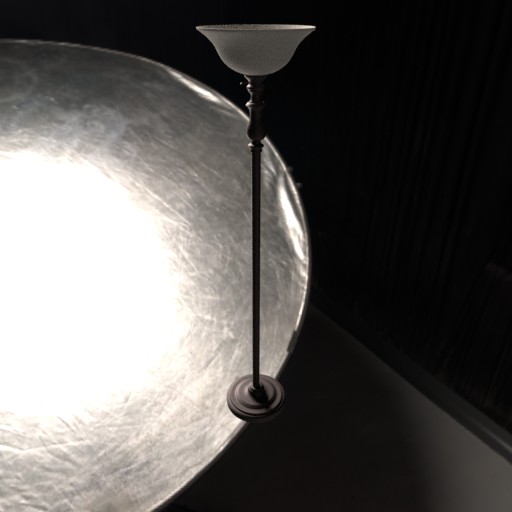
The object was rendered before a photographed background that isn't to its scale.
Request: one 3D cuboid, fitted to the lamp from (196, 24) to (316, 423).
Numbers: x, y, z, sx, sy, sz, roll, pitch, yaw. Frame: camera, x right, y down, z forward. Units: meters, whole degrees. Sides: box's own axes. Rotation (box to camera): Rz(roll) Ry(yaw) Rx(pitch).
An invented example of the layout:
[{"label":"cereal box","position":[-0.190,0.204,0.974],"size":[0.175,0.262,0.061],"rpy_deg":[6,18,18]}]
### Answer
[{"label":"lamp","position":[0.000,0.000,1.954],"size":[0.405,1.797,0.405],"rpy_deg":[-18,34,-28]}]
